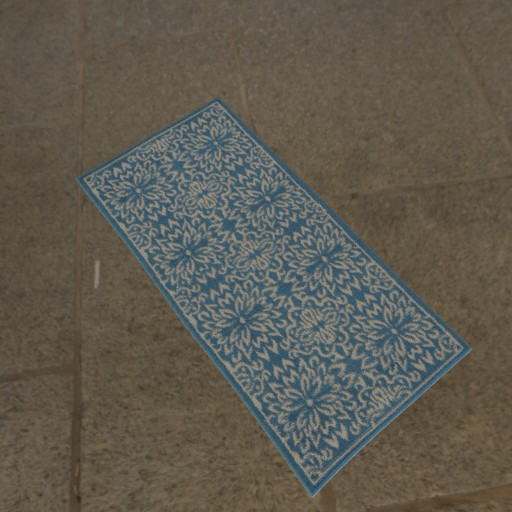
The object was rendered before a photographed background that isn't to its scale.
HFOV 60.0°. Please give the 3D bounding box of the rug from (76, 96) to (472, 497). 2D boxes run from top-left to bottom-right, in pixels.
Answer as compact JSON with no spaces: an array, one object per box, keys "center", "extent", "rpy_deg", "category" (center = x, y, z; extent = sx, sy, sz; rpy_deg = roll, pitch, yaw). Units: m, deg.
[{"center":[0.000,0.000,1.382],"extent":[0.604,0.007,1.219],"rpy_deg":[-35,69,-15],"category":"rug"}]
